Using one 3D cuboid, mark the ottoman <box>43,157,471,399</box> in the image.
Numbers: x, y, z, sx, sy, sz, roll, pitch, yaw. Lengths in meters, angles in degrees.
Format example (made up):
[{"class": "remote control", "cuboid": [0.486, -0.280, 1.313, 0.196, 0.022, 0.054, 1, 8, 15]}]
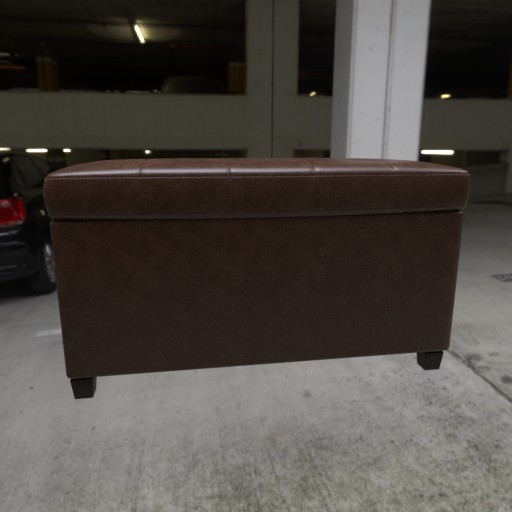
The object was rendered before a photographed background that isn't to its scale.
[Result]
[{"class": "ottoman", "cuboid": [0.000, 0.000, 1.091, 0.838, 0.470, 0.432, -2, 14, -9]}]
